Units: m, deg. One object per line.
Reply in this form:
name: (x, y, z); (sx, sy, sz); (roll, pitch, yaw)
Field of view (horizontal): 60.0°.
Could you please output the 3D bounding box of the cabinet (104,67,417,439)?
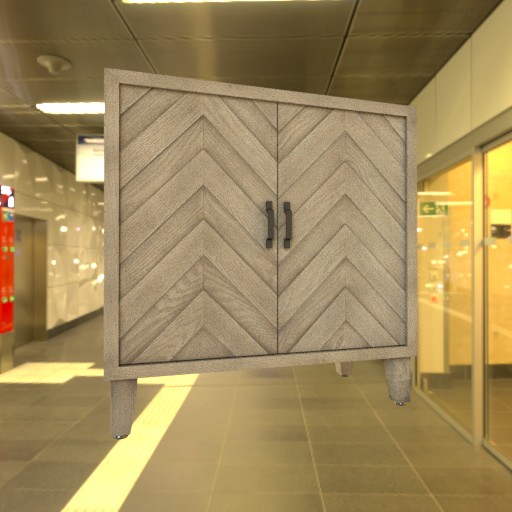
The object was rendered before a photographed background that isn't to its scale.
cabinet: (0.000, 0.000, 1.212); (0.781, 0.787, 0.370); (0, 0, -18)
